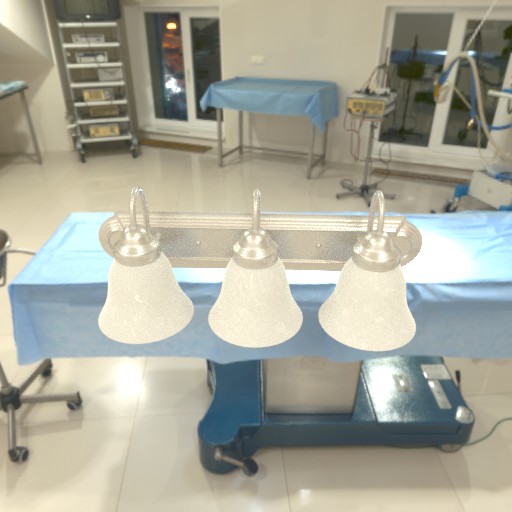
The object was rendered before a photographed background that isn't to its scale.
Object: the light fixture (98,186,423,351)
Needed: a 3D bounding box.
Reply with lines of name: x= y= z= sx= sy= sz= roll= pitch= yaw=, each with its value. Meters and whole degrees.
light fixture: x=0.000 y=0.000 z=0.736 sx=0.610 sy=0.222 sz=0.199 roll=1 pitch=30 yaw=2
